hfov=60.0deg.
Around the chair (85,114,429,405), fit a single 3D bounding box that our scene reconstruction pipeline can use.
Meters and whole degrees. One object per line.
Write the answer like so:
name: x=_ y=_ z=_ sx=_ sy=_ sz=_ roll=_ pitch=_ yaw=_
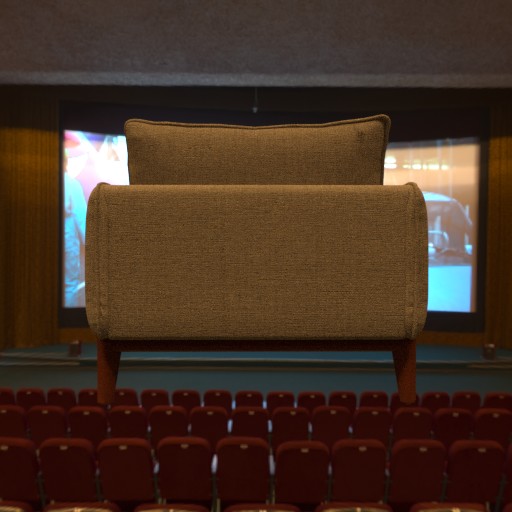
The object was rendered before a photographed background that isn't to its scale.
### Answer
chair: x=0.000 y=0.000 z=1.686 sx=0.993 sy=0.839 sz=0.976 roll=0 pitch=0 yaw=0
